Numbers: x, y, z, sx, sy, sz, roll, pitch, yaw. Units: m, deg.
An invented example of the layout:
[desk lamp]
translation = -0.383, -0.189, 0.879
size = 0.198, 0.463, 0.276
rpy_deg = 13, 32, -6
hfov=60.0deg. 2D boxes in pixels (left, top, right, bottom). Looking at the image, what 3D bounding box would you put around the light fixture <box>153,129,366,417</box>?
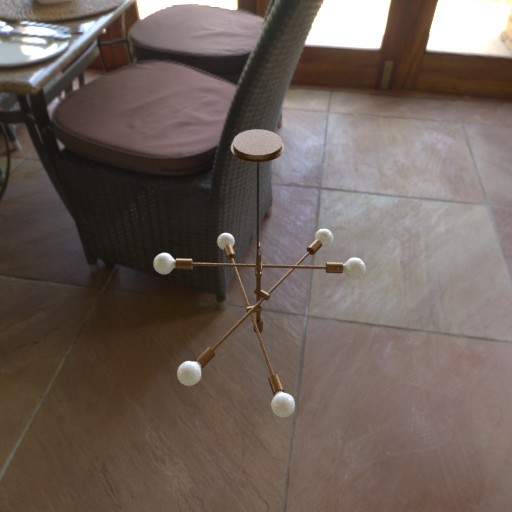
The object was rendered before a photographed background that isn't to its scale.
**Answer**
[light fixture]
translation = 0.000, 0.000, 1.268
size = 0.637, 0.744, 0.682
rpy_deg = 9, 46, 9
